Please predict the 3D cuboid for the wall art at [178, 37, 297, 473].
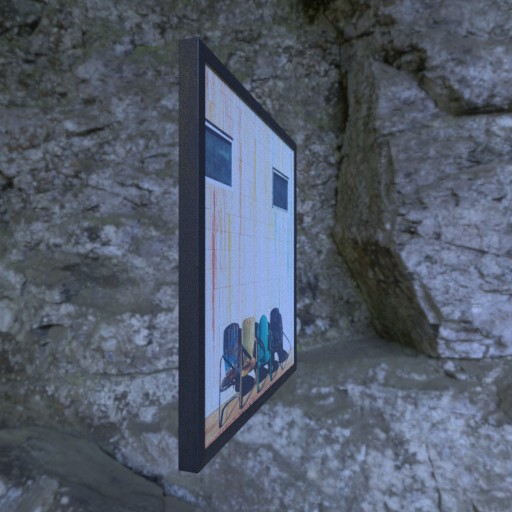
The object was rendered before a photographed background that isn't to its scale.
[{"bbox_3d":[0.000,0.000,1.141,0.039,0.763,0.763,0,0,18],"label":"wall art"}]
